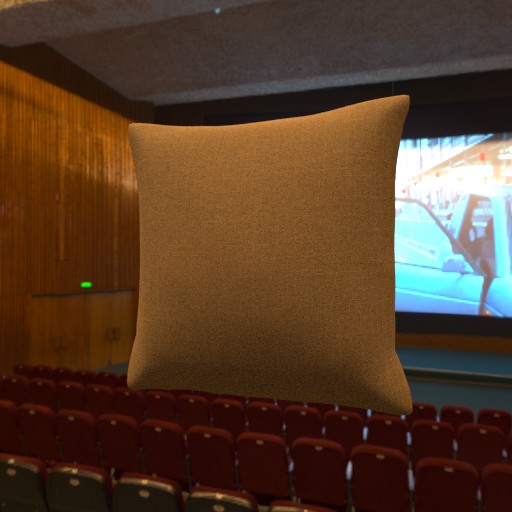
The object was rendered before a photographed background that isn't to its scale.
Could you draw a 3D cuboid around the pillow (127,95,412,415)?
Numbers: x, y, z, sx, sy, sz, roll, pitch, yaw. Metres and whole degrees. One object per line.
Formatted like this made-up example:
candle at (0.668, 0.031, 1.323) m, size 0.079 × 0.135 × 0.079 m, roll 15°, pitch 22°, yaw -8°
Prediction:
pillow at (0.000, 0.000, 0.768) m, size 0.511 × 0.503 × 0.182 m, roll 0°, pitch 0°, yaw 17°
